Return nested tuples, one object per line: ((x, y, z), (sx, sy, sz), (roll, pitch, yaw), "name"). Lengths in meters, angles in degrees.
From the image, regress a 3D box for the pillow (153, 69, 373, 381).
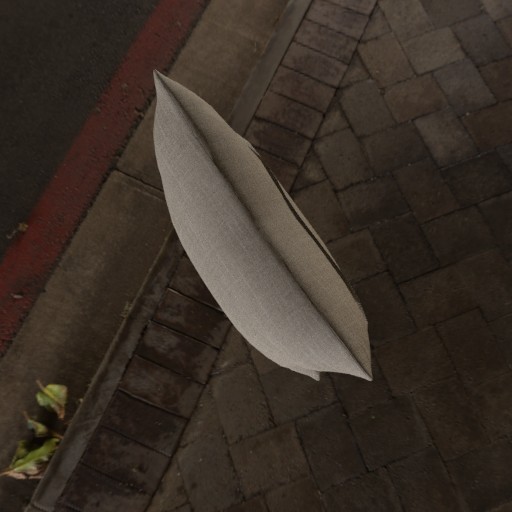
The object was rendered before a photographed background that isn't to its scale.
((0.000, 0.000, 0.651), (0.169, 0.400, 0.424), (-33, 78, -8), "pillow")
